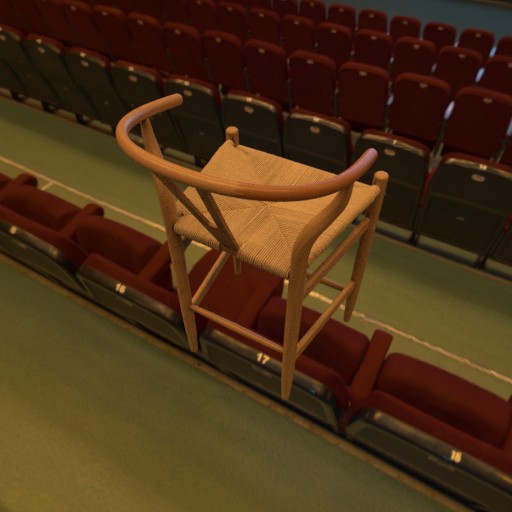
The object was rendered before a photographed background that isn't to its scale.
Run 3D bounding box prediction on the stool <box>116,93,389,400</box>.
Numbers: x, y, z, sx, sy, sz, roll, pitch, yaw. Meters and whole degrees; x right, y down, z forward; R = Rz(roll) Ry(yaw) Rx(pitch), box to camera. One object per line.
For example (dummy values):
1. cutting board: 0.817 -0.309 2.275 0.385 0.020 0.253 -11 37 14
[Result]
1. stool: 0.000 0.000 1.268 0.536 0.923 0.575 22 50 20
